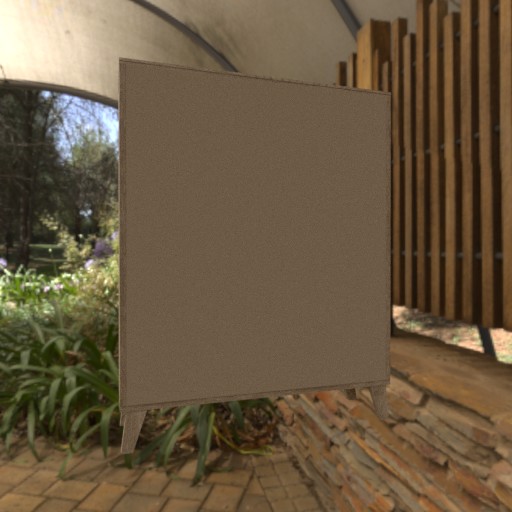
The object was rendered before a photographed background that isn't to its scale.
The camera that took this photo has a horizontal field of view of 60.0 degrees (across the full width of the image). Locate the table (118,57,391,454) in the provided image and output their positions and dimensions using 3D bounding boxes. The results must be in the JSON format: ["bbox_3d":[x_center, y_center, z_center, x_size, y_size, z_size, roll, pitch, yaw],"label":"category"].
[{"bbox_3d":[0.000,0.000,1.525,0.902,1.135,0.256,0,0,-18],"label":"table"}]
